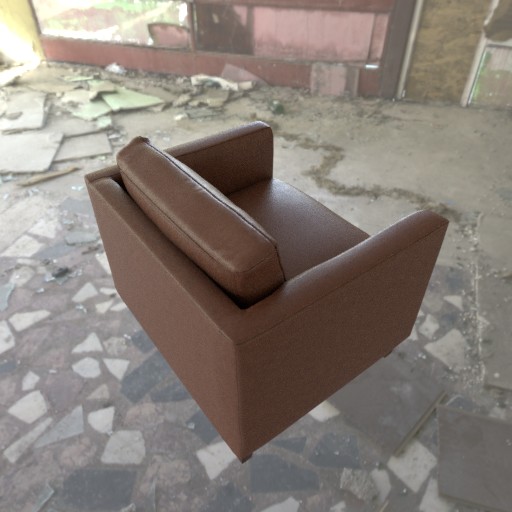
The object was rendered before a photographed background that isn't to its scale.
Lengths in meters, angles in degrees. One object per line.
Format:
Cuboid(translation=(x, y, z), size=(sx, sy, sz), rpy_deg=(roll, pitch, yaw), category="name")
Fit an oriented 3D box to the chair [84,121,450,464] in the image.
Cuboid(translation=(0.000, 0.000, 1.852), size=(0.959, 0.917, 1.107), rpy_deg=(-26, 47, -27), category="chair")
